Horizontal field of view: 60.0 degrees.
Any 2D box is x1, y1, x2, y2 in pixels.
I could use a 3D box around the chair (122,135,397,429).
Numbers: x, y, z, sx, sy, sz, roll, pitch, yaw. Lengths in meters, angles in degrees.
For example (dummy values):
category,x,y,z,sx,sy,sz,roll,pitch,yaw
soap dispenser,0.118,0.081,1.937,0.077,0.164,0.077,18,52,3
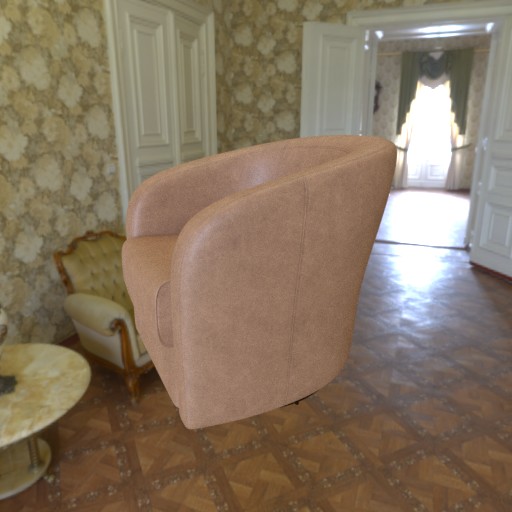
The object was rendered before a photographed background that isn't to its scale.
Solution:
category,x,y,z,sx,sy,sz,roll,pitch,yaw
chair,0.000,0.000,1.468,0.815,0.771,0.791,-7,17,-24
